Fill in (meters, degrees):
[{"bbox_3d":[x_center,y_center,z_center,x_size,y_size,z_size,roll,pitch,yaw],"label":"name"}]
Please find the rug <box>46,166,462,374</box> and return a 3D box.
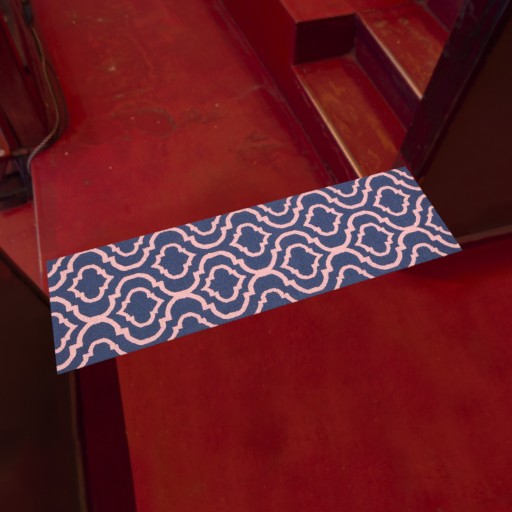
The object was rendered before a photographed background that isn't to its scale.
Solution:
[{"bbox_3d":[0.000,0.000,2.553,2.296,0.006,0.685,-16,60,-9],"label":"rug"}]
